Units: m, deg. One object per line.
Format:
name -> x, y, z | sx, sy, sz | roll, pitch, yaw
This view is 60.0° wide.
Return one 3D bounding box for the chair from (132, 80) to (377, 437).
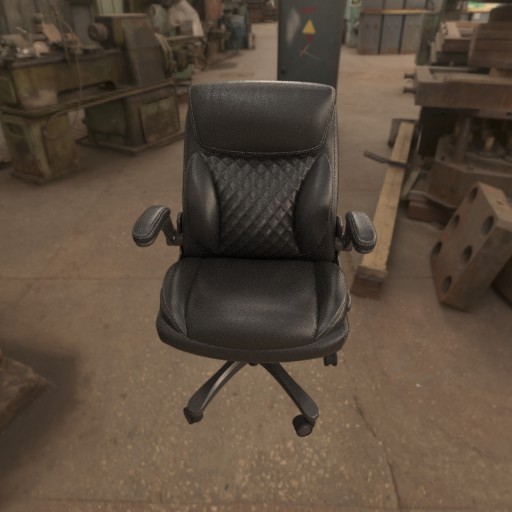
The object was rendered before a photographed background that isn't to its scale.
chair -> 0.000, 0.000, 1.620 | 0.782, 1.110, 0.724 | 2, 31, 3
